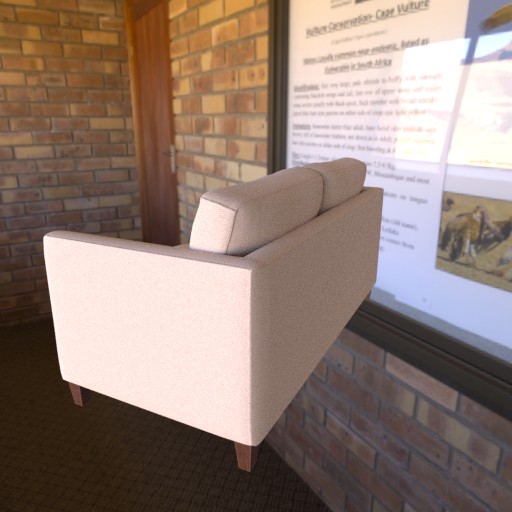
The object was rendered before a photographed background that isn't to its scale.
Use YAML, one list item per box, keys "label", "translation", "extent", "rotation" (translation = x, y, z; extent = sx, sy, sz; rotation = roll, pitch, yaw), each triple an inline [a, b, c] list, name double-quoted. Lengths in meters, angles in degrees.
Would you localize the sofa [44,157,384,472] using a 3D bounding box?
- label: "sofa"
  translation: [0.000, 0.000, 2.162]
  extent: [0.873, 0.888, 1.722]
  rotation: [8, 19, 26]
